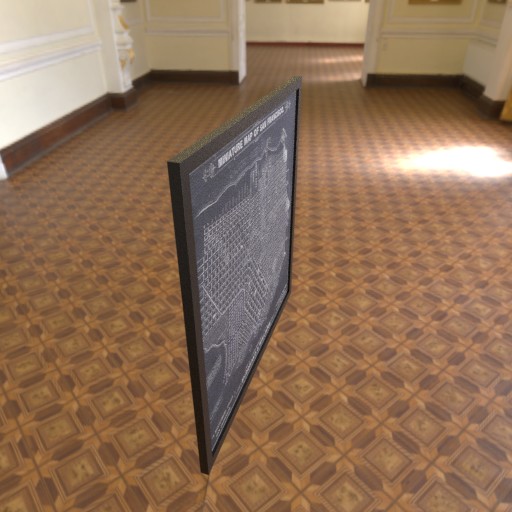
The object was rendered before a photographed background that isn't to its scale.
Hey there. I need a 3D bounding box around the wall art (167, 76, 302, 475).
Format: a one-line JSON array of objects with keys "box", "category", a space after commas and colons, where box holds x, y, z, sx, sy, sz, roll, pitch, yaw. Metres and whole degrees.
[{"box": [0.000, 0.000, 1.222, 0.022, 0.807, 0.807, 10, 33, 16], "category": "wall art"}]
